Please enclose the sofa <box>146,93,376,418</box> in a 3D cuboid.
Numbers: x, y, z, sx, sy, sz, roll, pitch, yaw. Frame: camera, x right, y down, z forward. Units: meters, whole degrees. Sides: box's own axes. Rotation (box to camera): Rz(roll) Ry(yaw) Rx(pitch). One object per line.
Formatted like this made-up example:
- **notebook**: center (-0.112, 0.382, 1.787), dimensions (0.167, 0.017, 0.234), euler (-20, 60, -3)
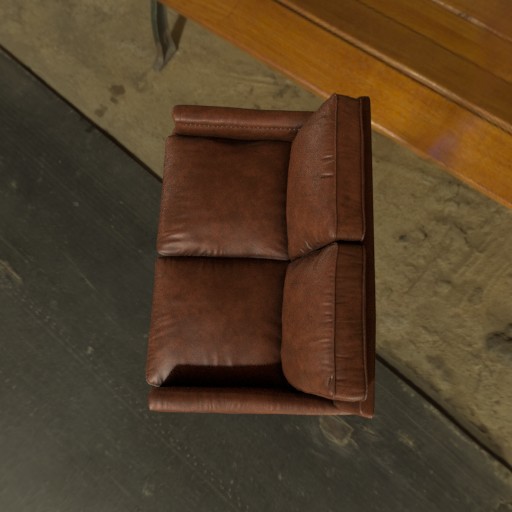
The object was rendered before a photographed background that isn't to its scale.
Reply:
- **sofa**: center (0.000, 0.000, 2.364), dimensions (1.083, 1.003, 1.628), euler (2, 78, 0)
